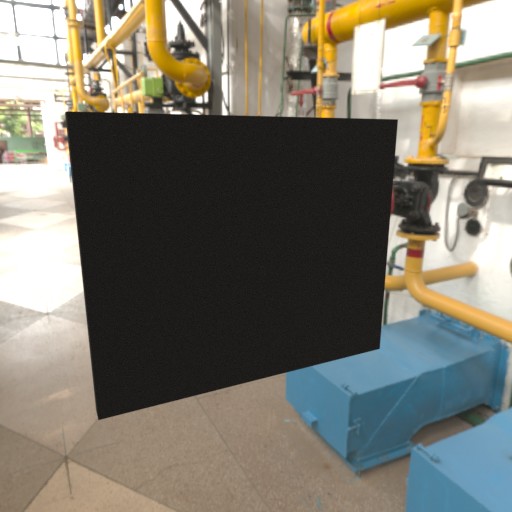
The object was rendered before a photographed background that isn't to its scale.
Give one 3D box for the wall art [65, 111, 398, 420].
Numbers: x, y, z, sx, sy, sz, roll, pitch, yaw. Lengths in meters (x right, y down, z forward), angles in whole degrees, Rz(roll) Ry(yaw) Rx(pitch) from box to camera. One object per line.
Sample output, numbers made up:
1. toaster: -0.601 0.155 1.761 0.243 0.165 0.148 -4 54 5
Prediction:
1. wall art: 0.000 0.000 0.761 0.558 0.457 0.031 -7 16 -25
